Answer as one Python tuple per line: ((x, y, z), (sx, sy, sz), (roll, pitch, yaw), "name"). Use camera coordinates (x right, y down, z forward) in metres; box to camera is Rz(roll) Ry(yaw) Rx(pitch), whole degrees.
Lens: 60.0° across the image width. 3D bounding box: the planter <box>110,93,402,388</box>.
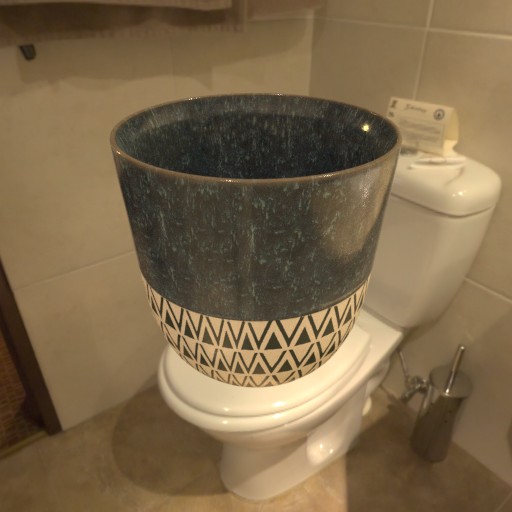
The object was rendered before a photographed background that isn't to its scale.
((0.000, 0.000, 0.363), (0.195, 0.214, 0.195), (0, 33, 0), "planter")
